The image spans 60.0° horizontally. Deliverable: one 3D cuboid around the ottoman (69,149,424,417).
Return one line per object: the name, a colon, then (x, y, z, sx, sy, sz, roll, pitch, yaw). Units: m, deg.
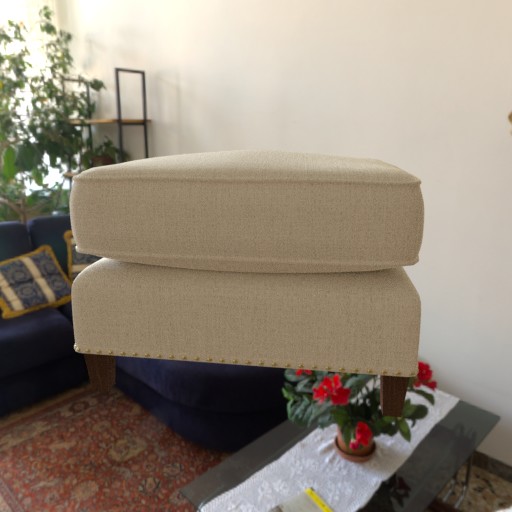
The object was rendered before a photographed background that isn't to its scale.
ottoman: (0.000, 0.000, 1.149, 0.738, 0.537, 0.589, 2, 15, 8)
